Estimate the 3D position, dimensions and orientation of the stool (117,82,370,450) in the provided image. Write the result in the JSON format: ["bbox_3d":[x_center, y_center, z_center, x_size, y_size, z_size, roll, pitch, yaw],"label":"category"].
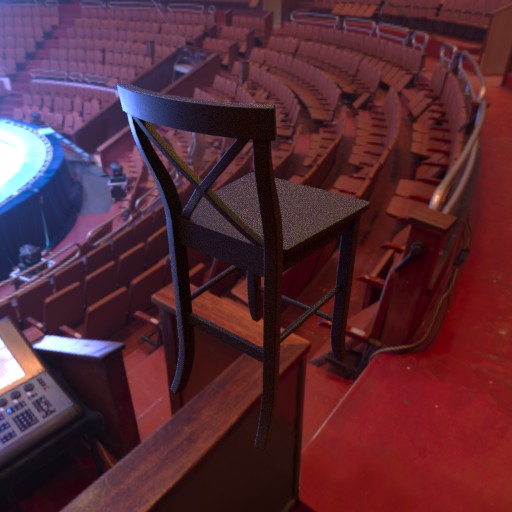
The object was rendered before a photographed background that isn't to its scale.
[{"bbox_3d":[0.000,0.000,1.321,0.452,0.989,0.559,21,36,32],"label":"stool"}]
